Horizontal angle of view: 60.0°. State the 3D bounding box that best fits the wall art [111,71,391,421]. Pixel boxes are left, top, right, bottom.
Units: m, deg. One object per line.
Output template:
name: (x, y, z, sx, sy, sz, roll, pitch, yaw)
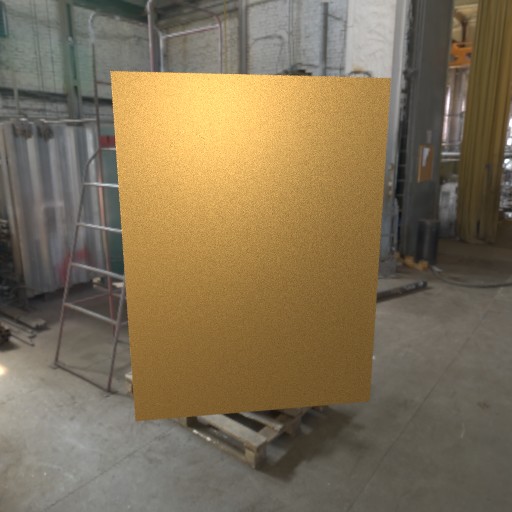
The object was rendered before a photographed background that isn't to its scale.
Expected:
wall art: (0.000, 0.000, 1.066, 0.610, 0.812, 0.038, -2, 13, -8)
